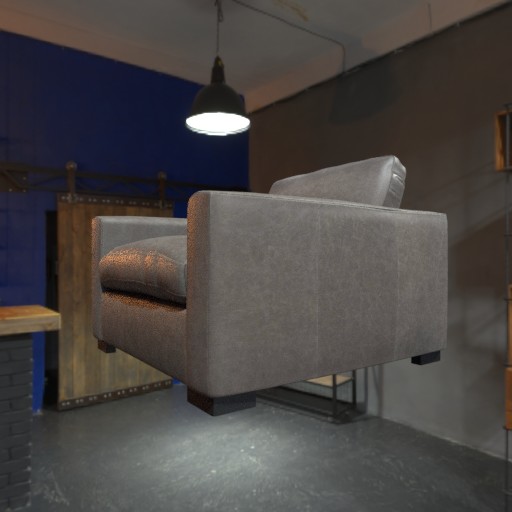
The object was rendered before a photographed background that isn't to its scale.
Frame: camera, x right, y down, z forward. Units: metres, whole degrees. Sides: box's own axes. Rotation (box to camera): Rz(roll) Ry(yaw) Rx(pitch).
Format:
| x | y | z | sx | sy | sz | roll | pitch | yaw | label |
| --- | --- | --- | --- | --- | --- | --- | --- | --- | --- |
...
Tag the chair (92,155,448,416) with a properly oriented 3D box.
| x | y | z | sx | sy | sz | roll | pitch | yaw | label |
| --- | --- | --- | --- | --- | --- | --- | --- | --- | --- |
| 0.000 | 0.000 | 1.821 | 1.080 | 0.807 | 1.106 | 0 | 0 | -35 | chair |
